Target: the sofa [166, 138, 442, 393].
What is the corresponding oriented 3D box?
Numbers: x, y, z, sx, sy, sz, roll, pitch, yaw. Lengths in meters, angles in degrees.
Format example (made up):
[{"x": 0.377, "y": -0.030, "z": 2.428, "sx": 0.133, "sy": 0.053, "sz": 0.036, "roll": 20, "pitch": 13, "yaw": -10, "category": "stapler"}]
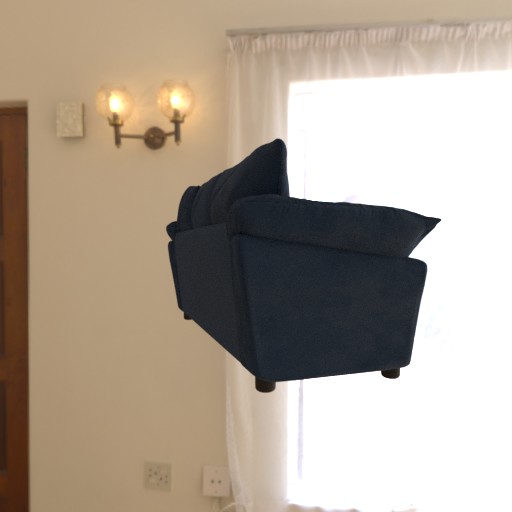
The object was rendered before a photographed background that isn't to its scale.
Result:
[{"x": 0.000, "y": 0.000, "z": 2.860, "sx": 0.907, "sy": 1.091, "sz": 2.390, "roll": 0, "pitch": 1, "yaw": -18, "category": "sofa"}]
